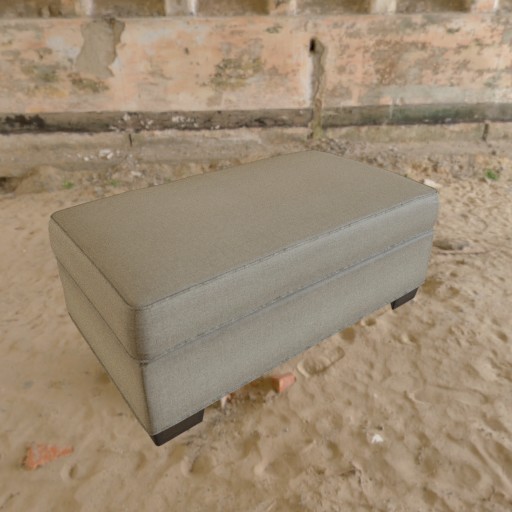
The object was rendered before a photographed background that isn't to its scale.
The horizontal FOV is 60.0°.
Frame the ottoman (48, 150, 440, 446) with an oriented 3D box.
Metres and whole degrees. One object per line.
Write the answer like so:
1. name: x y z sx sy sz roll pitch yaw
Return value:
1. ottoman: 0.000 0.000 1.450 1.097 0.461 0.617 -21 36 -32
